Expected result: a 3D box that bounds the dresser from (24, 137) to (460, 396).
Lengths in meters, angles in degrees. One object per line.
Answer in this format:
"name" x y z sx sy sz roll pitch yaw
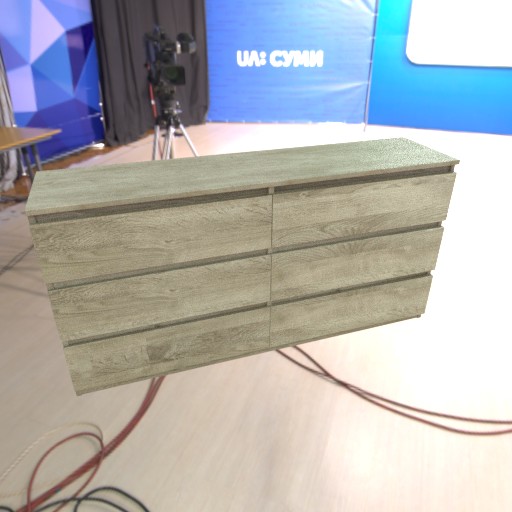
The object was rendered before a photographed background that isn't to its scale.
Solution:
"dresser" 0.000 0.000 1.893 1.590 0.795 0.390 -9 31 -16
